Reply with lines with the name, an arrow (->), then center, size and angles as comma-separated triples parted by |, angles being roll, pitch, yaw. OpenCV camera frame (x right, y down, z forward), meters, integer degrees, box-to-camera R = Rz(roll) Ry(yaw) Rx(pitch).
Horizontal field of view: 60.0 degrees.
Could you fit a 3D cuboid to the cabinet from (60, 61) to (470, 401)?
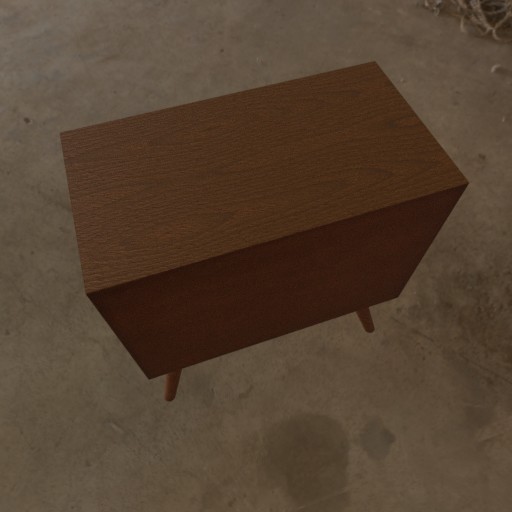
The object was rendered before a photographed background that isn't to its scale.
cabinet -> 0.000, 0.000, 1.180 | 0.712, 0.748, 0.388 | -16, 60, -10
